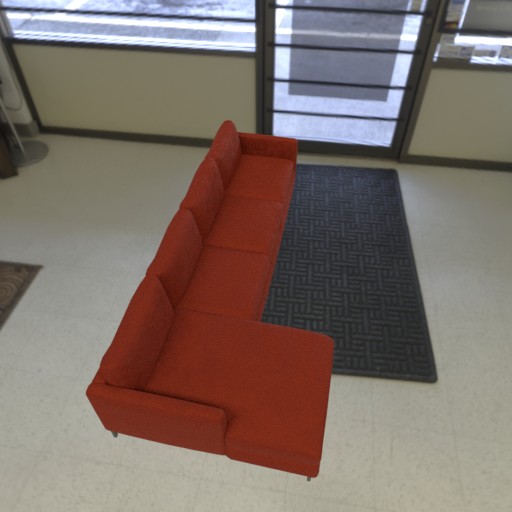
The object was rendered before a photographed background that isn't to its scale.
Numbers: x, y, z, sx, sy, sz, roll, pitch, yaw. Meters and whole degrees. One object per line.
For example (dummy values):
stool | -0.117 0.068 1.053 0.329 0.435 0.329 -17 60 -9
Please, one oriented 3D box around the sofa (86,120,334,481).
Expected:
sofa | 0.000 0.000 2.924 1.136 0.663 2.467 8 46 8
